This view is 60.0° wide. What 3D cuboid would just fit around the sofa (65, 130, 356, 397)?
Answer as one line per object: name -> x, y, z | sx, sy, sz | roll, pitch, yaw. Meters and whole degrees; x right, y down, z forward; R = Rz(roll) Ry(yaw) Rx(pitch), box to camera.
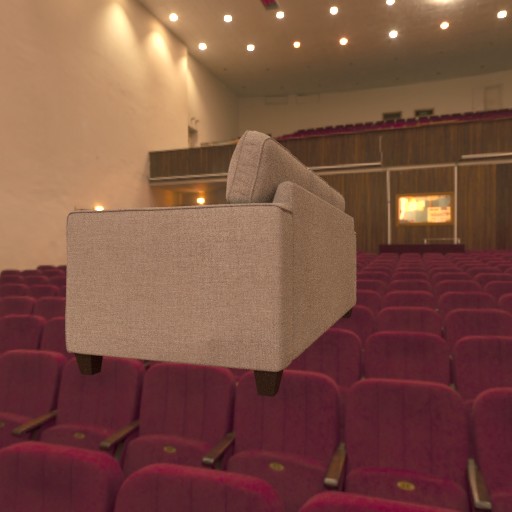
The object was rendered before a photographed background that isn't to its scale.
sofa -> 0.000, 0.000, 2.632 | 0.939, 0.965, 2.133 | 0, 0, 19
